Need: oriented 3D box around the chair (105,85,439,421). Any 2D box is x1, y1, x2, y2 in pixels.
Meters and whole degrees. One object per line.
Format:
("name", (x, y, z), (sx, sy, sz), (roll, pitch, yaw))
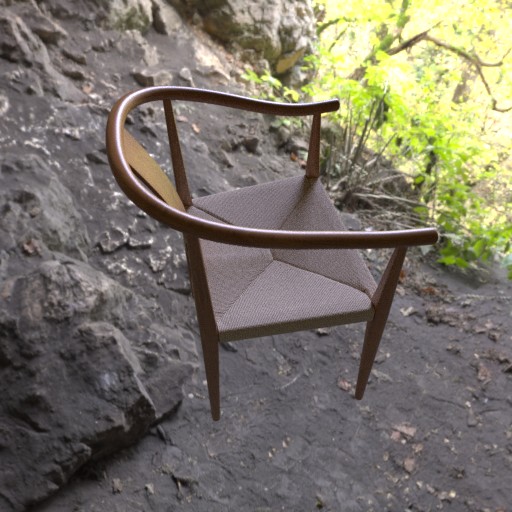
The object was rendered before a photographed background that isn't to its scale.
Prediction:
("chair", (0.000, 0.000, 1.154), (0.579, 0.800, 0.556), (-9, 47, -9))
